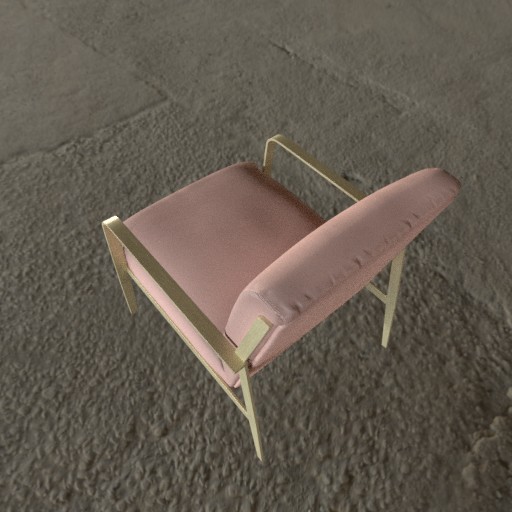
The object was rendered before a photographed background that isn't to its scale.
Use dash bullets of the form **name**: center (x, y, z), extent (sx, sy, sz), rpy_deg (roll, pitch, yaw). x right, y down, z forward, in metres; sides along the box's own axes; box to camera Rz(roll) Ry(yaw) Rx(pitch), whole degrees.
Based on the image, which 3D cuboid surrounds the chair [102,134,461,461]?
- **chair**: center (0.000, 0.000, 1.437), extent (0.701, 0.823, 0.848), rpy_deg (-33, 56, -26)
